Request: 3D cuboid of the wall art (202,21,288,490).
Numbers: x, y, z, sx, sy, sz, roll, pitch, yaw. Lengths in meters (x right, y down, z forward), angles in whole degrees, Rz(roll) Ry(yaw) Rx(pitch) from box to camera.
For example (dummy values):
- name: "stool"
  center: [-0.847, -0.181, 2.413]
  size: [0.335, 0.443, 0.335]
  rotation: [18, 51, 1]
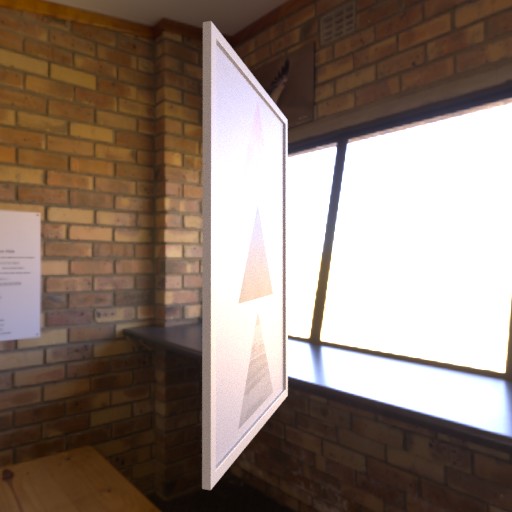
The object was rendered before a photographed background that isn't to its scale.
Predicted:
- name: "wall art"
  center: [0.000, 0.000, 0.838]
  size: [0.013, 0.656, 0.456]
  rotation: [0, -1, 18]
